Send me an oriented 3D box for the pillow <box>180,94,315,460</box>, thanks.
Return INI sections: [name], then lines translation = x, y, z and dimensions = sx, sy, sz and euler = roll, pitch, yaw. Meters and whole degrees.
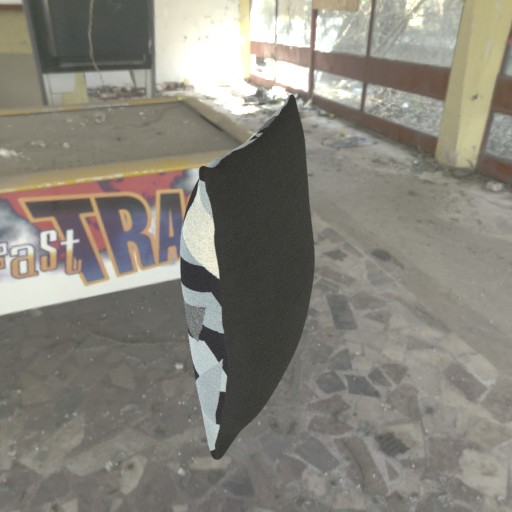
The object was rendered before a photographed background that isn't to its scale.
[pillow]
translation = 0.000, 0.000, 0.811
dimensions = 0.208, 0.496, 0.503
euler = 8, 29, 14
